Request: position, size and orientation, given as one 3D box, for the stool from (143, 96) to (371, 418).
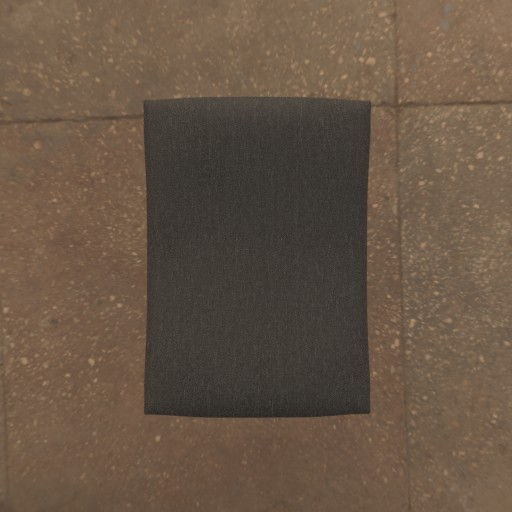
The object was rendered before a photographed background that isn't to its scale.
[{"bbox_3d":[0.000,0.000,1.014,0.366,0.760,0.502,0,90,0],"label":"stool"}]
